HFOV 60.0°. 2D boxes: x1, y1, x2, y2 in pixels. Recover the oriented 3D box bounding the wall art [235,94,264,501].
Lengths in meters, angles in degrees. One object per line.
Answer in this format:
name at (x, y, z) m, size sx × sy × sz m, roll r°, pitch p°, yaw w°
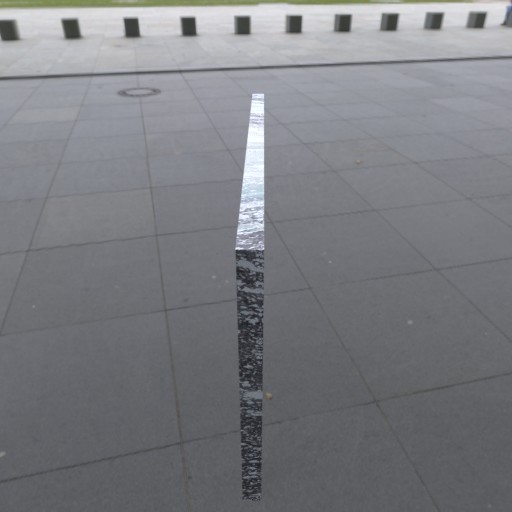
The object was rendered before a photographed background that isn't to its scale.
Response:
wall art at (0.000, 0.000, 1.131) m, size 0.038 × 0.598 × 0.919 m, roll 1°, pitch 32°, yaw 1°
